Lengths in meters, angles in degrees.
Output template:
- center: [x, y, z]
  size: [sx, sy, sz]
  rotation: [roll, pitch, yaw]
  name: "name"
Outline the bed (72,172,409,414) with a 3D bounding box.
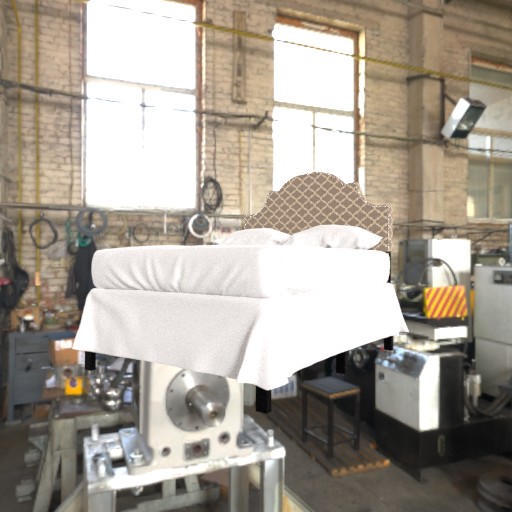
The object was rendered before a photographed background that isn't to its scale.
- center: [0.000, 0.000, 3.526]
  size: [1.780, 1.633, 2.222]
  rotation: [0, -1, 35]
  name: "bed"
